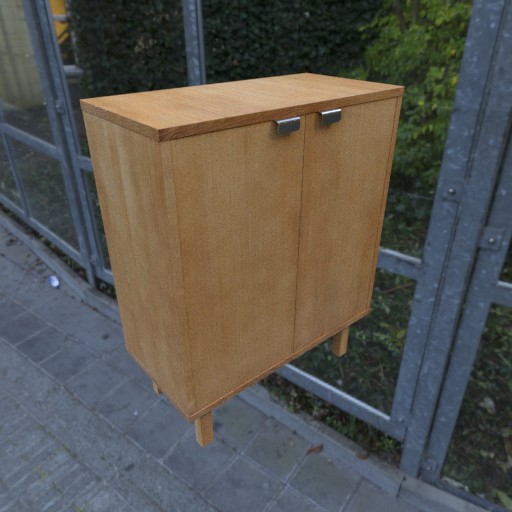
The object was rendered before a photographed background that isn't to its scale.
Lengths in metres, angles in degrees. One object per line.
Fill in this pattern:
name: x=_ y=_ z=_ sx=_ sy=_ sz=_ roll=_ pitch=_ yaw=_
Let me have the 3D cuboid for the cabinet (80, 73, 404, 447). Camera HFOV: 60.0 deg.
cabinet: x=0.000 y=0.000 z=1.431 sx=0.800 sy=1.001 sz=0.419 roll=-22 pitch=36 yaw=-34
